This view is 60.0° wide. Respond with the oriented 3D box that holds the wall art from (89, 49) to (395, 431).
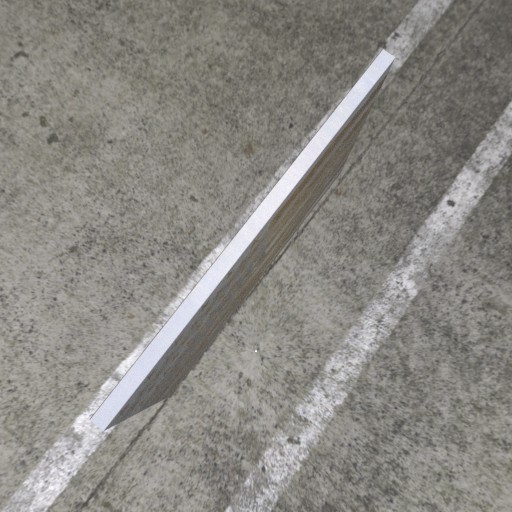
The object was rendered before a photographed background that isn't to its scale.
[{"bbox_3d":[0.000,0.000,1.425,0.041,0.762,1.145,36,80,7],"label":"wall art"}]
